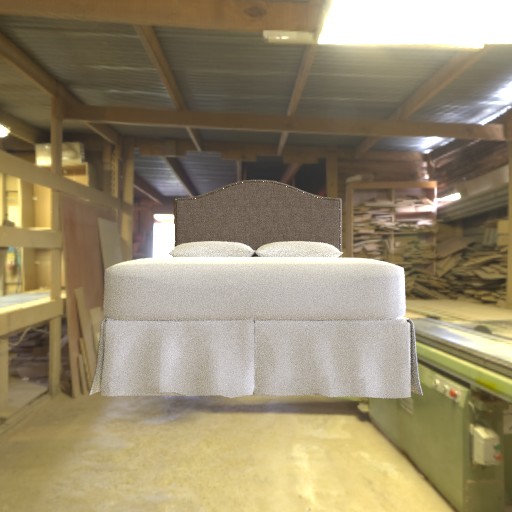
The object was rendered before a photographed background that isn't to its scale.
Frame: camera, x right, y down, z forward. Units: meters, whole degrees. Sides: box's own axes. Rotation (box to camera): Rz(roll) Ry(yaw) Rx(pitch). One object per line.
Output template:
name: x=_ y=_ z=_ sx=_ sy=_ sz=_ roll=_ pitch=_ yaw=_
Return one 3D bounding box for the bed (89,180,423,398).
bed: x=0.000 y=0.000 z=3.309 sx=1.713 sy=1.518 sz=2.153 roll=0 pitch=-1 yaw=0
